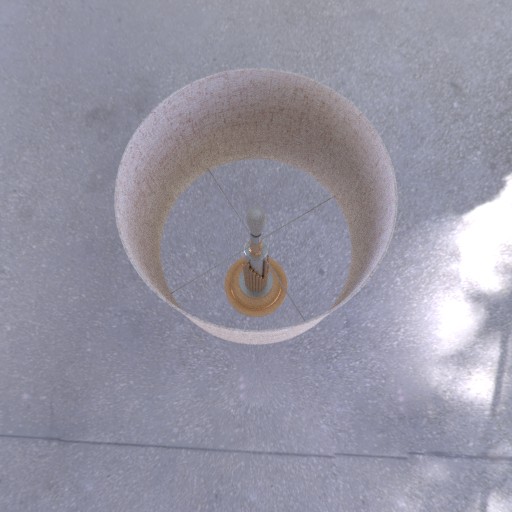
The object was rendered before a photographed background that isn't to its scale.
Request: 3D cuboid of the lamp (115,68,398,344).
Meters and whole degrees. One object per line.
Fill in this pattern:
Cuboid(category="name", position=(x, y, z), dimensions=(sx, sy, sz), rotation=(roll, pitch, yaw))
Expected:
Cuboid(category="lamp", position=(0.000, 0.000, 0.799), dimensions=(0.321, 0.610, 0.321), rotation=(15, 76, 4))
